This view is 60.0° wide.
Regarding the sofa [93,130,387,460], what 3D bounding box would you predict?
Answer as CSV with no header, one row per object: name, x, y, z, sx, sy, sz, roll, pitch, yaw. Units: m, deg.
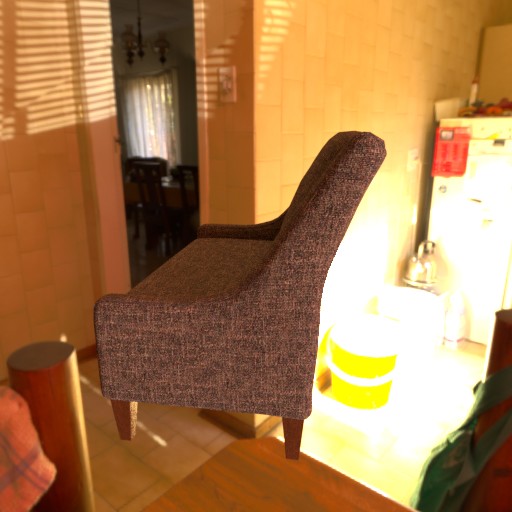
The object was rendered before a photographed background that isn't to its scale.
sofa,0.000,0.000,1.878,0.870,1.021,1.242,3,16,9
